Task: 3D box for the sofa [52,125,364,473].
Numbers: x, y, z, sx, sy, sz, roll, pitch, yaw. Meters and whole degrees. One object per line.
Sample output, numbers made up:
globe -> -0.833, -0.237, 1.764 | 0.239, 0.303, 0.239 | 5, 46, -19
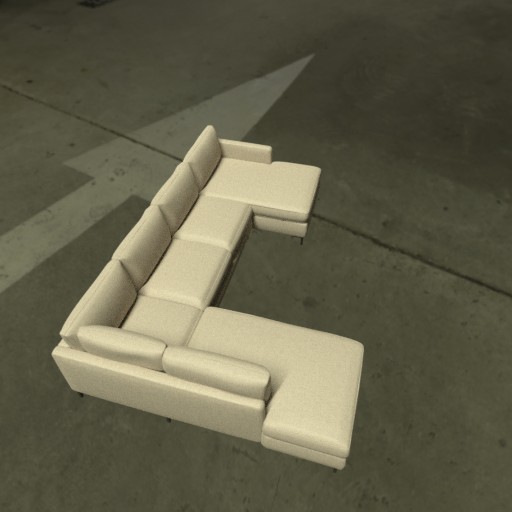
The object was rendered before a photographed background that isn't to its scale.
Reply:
sofa -> 0.000, 0.000, 3.571 | 1.879, 0.756, 2.737 | 11, 46, 11
